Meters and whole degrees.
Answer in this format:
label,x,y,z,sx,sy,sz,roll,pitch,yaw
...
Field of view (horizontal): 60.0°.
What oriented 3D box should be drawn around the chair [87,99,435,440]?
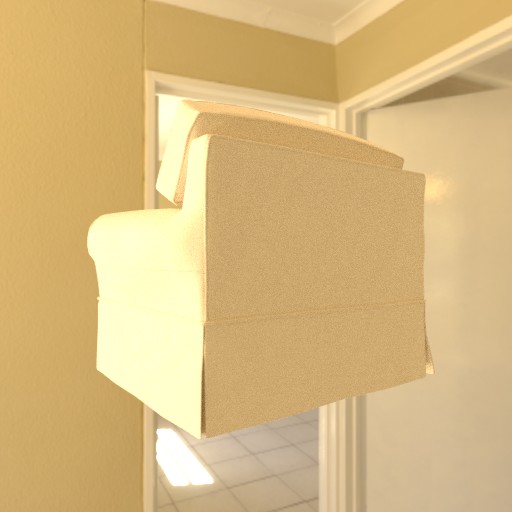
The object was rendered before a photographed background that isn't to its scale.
label,x,y,z,sx,sy,sz,roll,pitch,yaw
chair,0.000,0.000,1.775,1.099,0.958,0.904,0,0,-37
